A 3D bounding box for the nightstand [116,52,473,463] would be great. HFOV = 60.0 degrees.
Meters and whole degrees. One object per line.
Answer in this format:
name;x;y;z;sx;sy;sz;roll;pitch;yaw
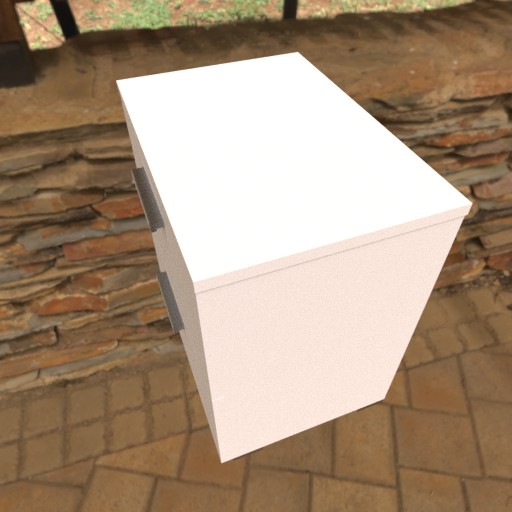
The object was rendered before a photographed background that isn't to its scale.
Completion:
nightstand;0.000;0.000;0.741;0.325;0.460;0.441;-15;48;-15
